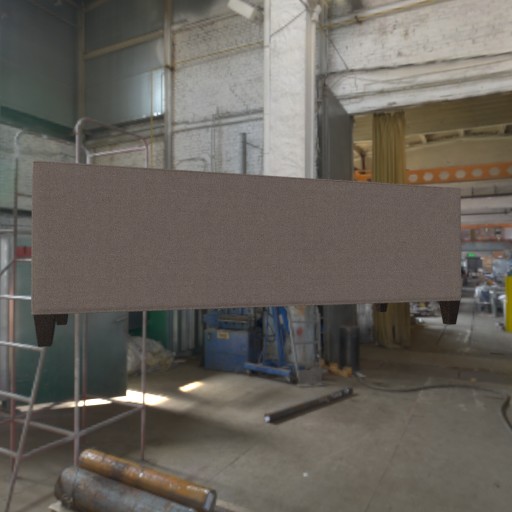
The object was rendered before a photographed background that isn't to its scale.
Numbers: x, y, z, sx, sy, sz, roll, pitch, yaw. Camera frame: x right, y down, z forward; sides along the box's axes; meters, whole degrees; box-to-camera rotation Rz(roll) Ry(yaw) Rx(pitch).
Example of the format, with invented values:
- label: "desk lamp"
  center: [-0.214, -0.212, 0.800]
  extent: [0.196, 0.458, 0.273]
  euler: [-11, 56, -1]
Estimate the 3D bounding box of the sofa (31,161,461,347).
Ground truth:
- label: "sofa"
  center: [0.000, 0.000, 2.485]
  extent: [2.159, 0.762, 0.775]
  euler: [0, -1, -18]
